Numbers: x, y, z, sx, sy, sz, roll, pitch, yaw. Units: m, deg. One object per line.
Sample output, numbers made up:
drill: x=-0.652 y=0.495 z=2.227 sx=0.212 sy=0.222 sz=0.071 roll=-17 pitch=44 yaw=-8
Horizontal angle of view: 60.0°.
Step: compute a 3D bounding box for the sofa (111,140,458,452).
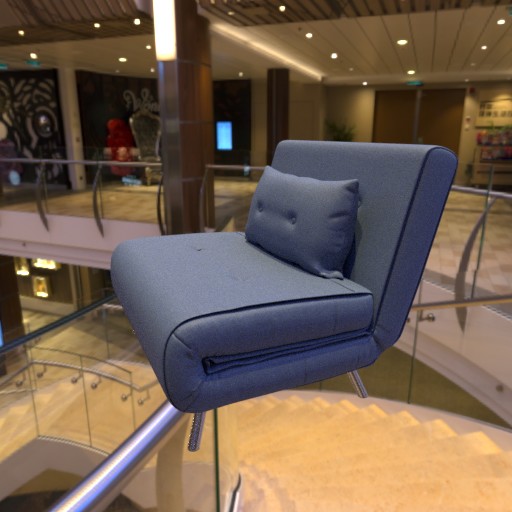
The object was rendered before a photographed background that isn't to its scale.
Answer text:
sofa: x=0.000 y=0.000 z=1.742 sx=0.996 sy=0.860 sz=0.999 roll=-7 pitch=17 yaw=-25
